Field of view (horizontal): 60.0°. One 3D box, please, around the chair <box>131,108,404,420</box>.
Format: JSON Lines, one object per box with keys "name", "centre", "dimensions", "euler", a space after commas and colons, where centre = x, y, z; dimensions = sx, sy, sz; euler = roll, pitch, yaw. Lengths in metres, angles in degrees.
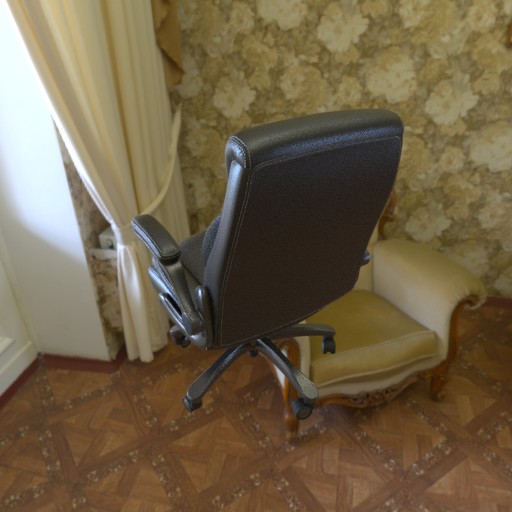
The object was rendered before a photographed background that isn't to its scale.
{"name": "chair", "centre": [0.000, 0.000, 1.614], "dimensions": [0.782, 1.110, 0.724], "euler": [-19, 35, -29]}
